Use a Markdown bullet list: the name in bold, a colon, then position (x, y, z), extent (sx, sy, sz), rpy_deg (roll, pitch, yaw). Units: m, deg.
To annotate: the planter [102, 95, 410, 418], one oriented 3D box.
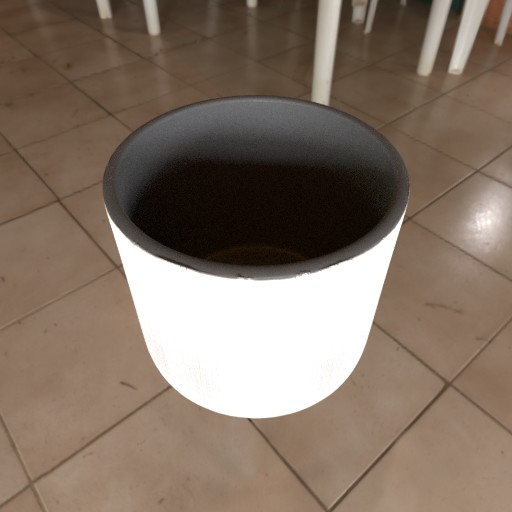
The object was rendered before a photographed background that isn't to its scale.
- **planter**: position (0.000, 0.000, 0.446), extent (0.254, 0.221, 0.254), rpy_deg (0, 46, 0)
